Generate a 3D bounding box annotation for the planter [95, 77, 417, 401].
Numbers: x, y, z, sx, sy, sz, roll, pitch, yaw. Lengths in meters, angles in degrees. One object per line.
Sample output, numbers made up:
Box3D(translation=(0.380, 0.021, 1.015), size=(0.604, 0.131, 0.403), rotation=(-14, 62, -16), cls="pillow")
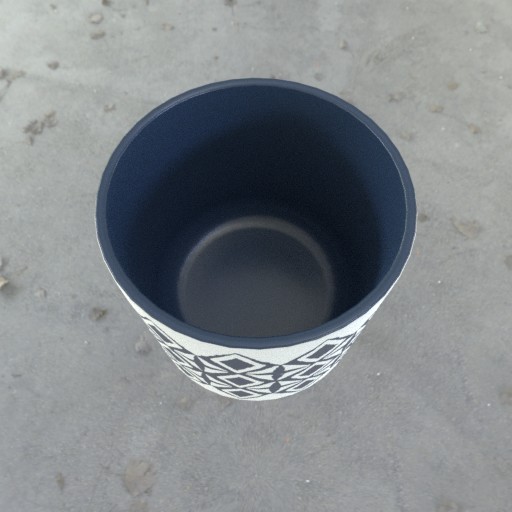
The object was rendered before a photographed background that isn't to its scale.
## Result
Box3D(translation=(0.000, 0.000, 0.399), size=(0.224, 0.203, 0.224), rotation=(0, 64, 0), cls="planter")
